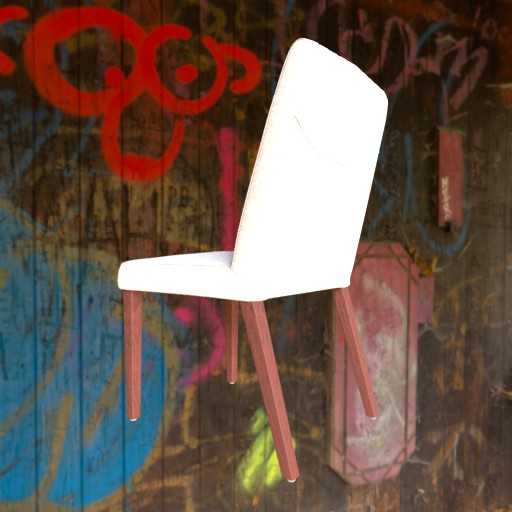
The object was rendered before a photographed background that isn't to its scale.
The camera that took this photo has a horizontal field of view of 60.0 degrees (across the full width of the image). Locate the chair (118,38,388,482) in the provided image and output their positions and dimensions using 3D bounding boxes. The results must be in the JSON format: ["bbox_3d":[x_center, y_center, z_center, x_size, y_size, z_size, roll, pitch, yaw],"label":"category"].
[{"bbox_3d":[0.000,0.000,1.211,0.594,0.900,0.480,1,2,38],"label":"chair"}]
